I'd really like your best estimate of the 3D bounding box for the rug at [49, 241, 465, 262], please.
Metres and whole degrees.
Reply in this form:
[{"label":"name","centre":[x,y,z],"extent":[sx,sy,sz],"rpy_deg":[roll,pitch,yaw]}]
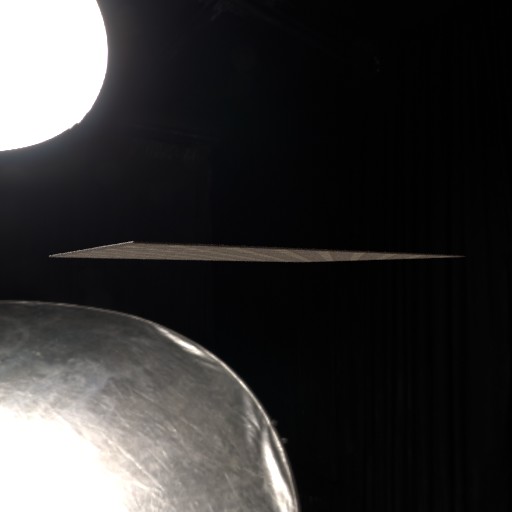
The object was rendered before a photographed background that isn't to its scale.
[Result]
[{"label":"rug","centre":[0.000,0.000,4.315],"extent":[3.294,0.018,2.382],"rpy_deg":[2,-3,-35]}]
